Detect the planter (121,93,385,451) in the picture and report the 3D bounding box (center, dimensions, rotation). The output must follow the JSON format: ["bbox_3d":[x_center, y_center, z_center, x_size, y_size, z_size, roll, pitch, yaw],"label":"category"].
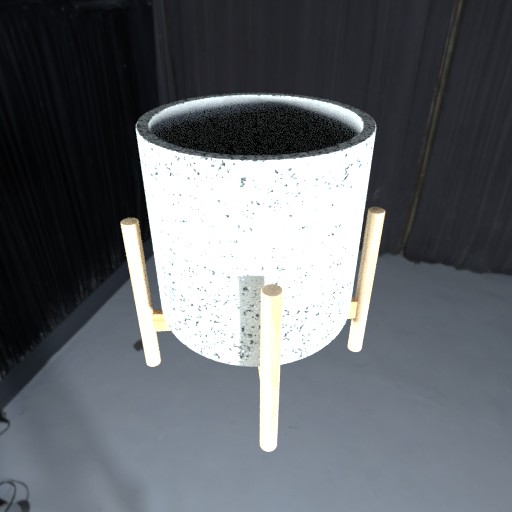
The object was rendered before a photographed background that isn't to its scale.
[{"bbox_3d":[0.000,0.000,0.685,0.360,0.419,0.360,9,34,14],"label":"planter"}]
